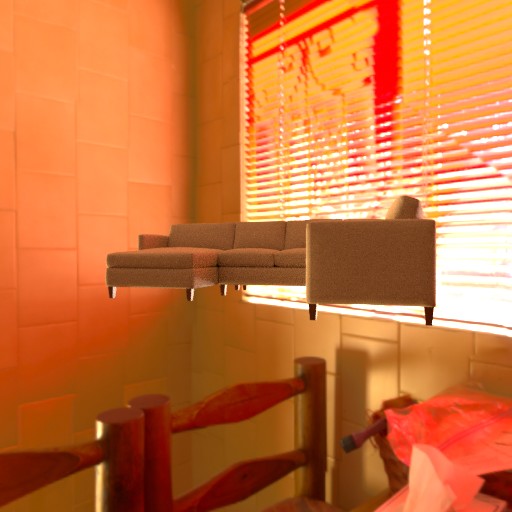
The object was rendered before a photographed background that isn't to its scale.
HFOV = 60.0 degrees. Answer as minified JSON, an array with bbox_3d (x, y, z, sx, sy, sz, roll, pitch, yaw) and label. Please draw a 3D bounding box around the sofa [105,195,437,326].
[{"bbox_3d":[0.000,0.000,4.797,3.460,0.961,2.594,0,0,18],"label":"sofa"}]
